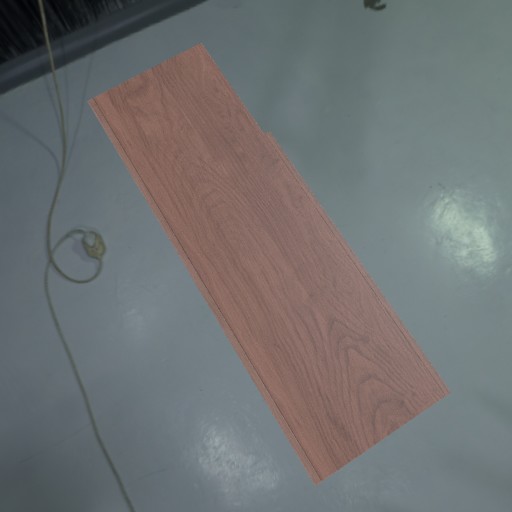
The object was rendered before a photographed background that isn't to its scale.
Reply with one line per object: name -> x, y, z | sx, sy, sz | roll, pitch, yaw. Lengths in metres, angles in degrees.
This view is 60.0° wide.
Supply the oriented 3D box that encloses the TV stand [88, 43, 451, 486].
TV stand -> 0.000, 0.000, 1.431 | 0.415, 0.500, 1.200 | -31, 78, -8
